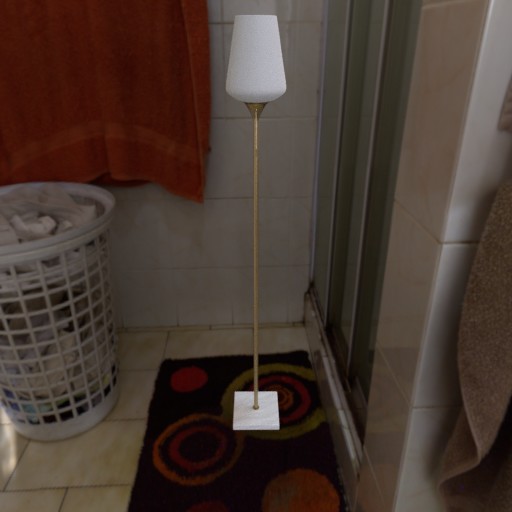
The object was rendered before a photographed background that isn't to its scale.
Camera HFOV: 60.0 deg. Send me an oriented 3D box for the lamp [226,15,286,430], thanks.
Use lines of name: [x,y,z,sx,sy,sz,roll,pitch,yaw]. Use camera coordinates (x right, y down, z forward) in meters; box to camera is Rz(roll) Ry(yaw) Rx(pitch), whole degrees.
lamp: [0.000,0.000,1.903,0.229,1.813,0.232,0,26,0]
